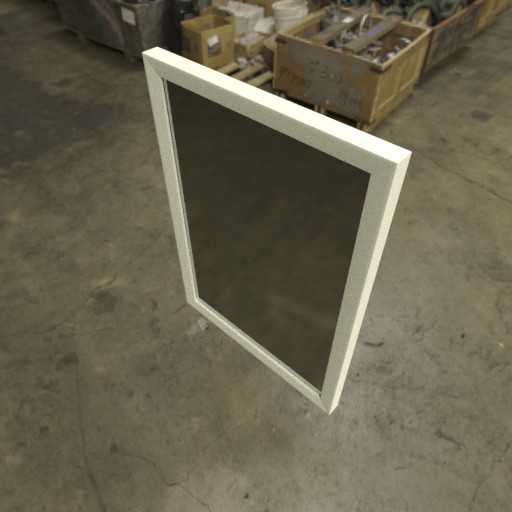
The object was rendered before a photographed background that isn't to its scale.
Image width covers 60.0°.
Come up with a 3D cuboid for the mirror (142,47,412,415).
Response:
[{"bbox_3d":[0.000,0.000,0.928,0.507,0.710,0.040,33,54,28],"label":"mirror"}]
